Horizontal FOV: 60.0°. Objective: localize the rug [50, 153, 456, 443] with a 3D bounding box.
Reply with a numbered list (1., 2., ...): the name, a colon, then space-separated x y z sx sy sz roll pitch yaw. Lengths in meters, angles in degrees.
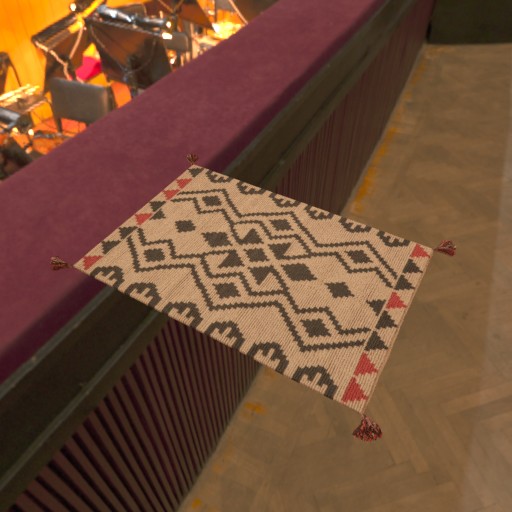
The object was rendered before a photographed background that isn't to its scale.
1. rug: 0.000 0.000 2.674 2.069 0.067 1.444 23 50 21
